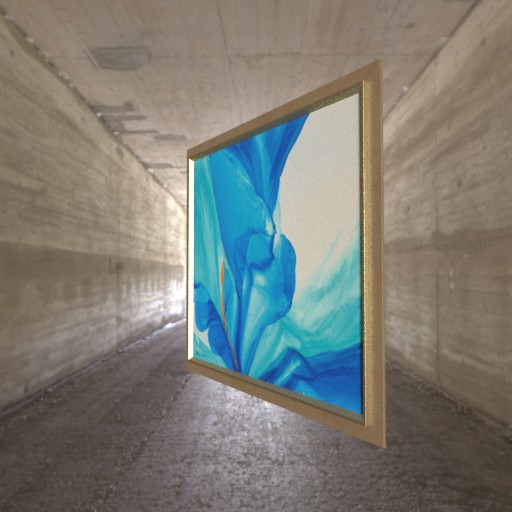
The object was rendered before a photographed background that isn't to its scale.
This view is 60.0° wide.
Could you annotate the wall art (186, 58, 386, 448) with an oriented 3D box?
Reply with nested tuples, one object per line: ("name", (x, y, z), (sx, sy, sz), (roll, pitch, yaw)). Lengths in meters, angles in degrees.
("wall art", (0.000, 0.000, 1.683), (0.025, 1.067, 1.168), (1, -2, -36))
